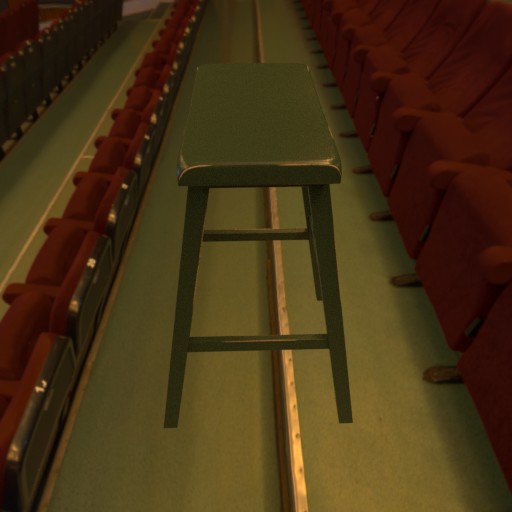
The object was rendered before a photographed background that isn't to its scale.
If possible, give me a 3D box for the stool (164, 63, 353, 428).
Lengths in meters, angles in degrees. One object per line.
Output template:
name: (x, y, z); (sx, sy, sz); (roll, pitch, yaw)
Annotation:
stool: (0.000, 0.000, 1.046); (0.476, 0.737, 0.457); (-1, 41, -1)
